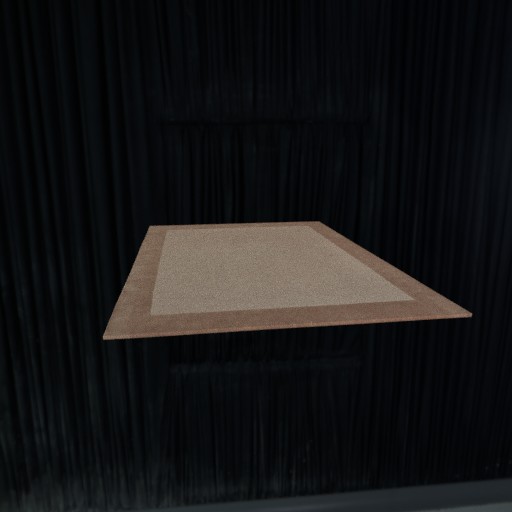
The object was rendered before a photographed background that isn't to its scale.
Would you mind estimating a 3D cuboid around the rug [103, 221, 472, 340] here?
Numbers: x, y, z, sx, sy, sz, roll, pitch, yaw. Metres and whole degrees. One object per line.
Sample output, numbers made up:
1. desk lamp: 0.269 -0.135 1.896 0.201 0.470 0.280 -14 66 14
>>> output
1. rug: 0.000 0.000 2.303 1.219 0.014 1.829 -2 15 -8
